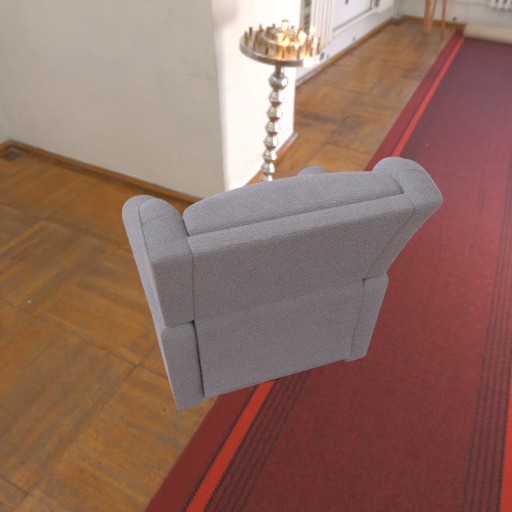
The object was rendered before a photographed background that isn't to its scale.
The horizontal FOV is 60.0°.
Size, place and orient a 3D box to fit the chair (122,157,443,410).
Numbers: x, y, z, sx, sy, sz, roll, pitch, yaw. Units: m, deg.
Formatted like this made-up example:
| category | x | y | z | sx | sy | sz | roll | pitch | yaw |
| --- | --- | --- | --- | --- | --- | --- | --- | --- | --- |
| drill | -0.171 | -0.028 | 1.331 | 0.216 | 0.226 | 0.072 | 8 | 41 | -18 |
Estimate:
| category | x | y | z | sx | sy | sz | roll | pitch | yaw |
| --- | --- | --- | --- | --- | --- | --- | --- | --- | --- |
| chair | 0.000 | 0.000 | 1.674 | 0.906 | 0.966 | 0.854 | -12 | 43 | -14 |
